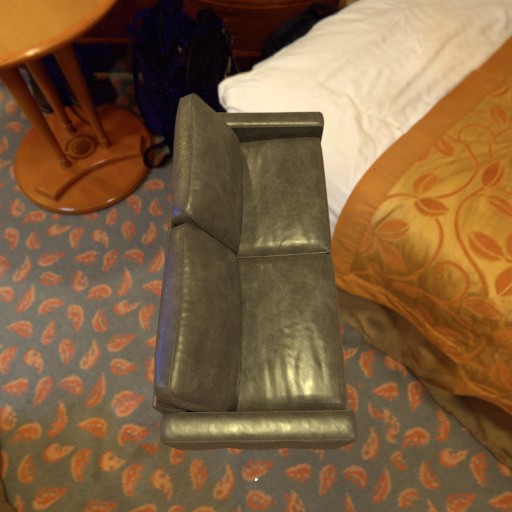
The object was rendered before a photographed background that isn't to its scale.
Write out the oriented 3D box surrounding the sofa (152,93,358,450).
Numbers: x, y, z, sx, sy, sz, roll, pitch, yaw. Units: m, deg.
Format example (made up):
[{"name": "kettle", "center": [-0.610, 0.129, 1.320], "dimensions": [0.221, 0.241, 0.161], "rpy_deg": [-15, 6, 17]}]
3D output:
[{"name": "sofa", "center": [0.000, 0.000, 2.622], "dimensions": [0.939, 0.916, 2.081], "rpy_deg": [-1, 63, 0]}]
